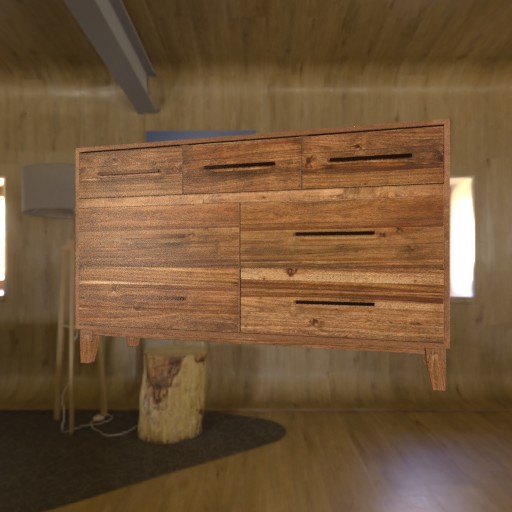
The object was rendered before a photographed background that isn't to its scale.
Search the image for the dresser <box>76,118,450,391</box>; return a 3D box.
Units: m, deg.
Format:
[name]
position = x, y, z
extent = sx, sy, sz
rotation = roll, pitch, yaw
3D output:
[dresser]
position = 0.000, 0.000, 1.800
extent = 1.400, 0.873, 0.446
rotation = 0, 0, 16
